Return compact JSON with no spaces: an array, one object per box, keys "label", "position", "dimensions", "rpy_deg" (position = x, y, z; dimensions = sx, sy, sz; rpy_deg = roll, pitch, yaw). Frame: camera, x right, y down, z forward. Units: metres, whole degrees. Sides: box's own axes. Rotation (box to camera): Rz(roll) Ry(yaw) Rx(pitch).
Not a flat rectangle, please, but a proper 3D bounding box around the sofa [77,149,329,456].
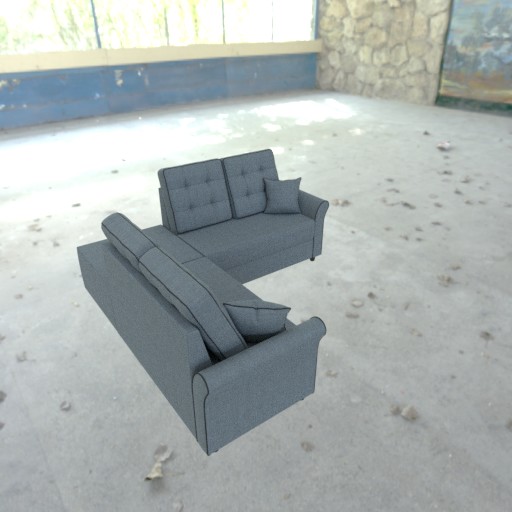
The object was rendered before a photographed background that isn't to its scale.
[{"label":"sofa","position":[0.000,0.000,3.334],"dimensions":[2.070,0.988,2.068],"rpy_deg":[-19,34,-31]}]
